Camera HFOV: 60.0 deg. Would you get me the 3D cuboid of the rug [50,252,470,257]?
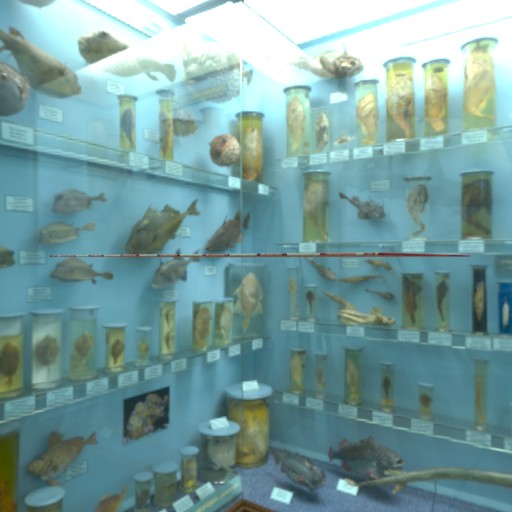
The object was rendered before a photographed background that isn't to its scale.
[{"bbox_3d":[0.000,0.000,2.301,1.817,0.008,1.223,0,0,36],"label":"rug"}]
